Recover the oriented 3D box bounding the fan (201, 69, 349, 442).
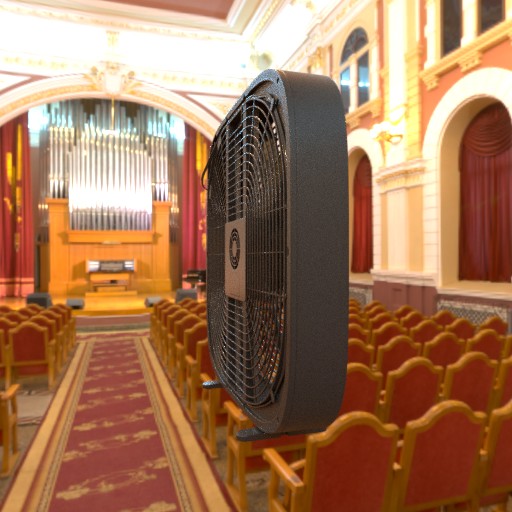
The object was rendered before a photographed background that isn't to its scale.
[{"bbox_3d":[0.000,0.000,0.787,0.142,0.533,0.526,0,0,-17],"label":"fan"}]
